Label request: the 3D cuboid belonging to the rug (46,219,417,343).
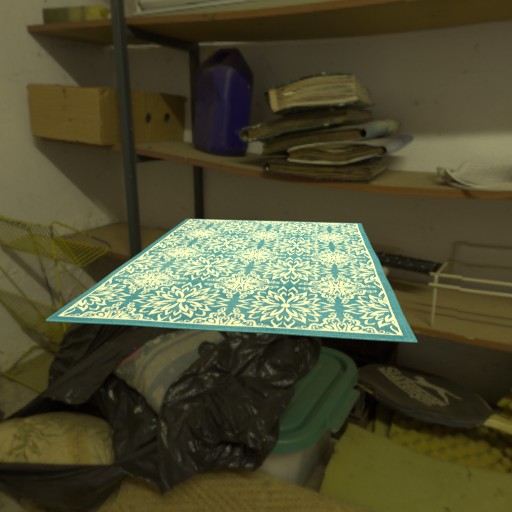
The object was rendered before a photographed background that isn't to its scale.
[{"bbox_3d":[0.000,0.000,2.869,1.554,0.012,2.205,2,16,7],"label":"rug"}]
